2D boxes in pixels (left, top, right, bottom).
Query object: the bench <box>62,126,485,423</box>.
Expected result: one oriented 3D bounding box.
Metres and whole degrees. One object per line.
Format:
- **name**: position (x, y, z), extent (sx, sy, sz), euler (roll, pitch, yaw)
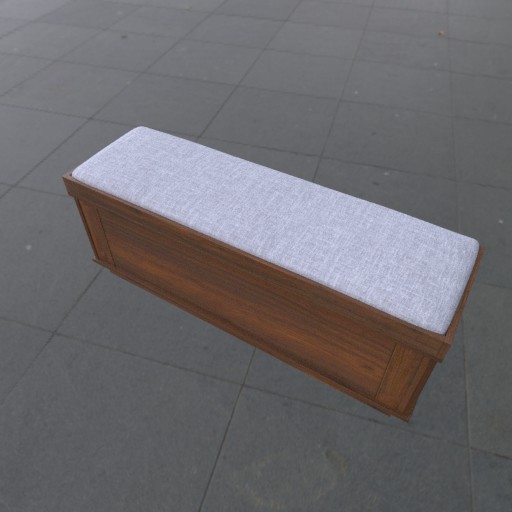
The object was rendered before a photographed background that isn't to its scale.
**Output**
- **bench**: position (0.000, 0.000, 1.415), extent (1.196, 0.468, 0.367), euler (23, 49, 22)
